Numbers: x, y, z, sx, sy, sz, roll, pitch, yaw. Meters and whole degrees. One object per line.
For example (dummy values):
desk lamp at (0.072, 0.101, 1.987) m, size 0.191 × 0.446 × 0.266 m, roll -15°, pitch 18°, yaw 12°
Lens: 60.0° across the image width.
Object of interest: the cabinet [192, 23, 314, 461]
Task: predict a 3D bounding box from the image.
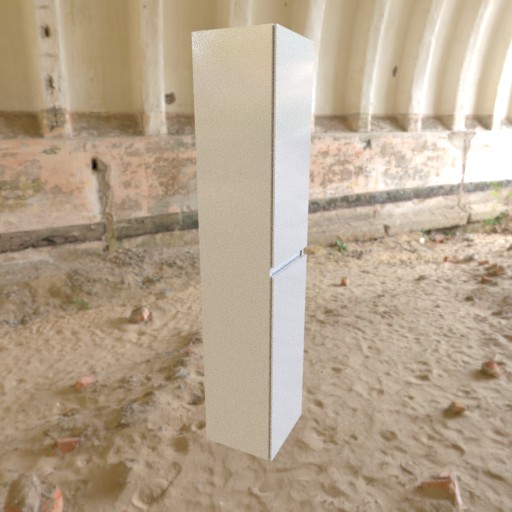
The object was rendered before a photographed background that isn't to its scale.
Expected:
cabinet at (0.000, 0.000, 1.556) m, size 0.270 × 1.400 × 0.300 m, roll 8°, pitch 18°, yaw 25°
